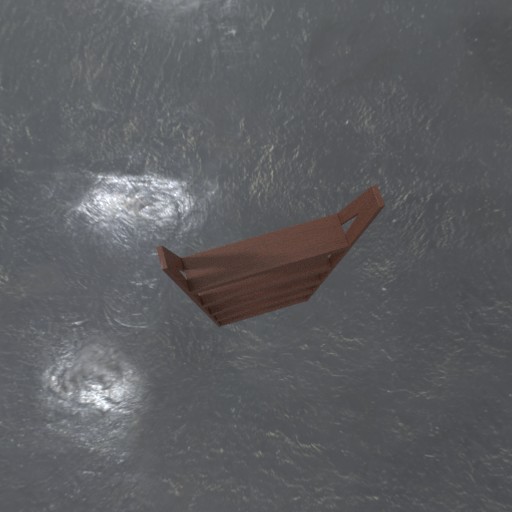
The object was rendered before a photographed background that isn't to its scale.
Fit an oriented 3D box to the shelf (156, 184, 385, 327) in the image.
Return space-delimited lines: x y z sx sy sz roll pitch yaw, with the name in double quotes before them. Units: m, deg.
"shelf" 0.000 0.000 2.025 0.600 1.770 0.350 -16 77 -4
